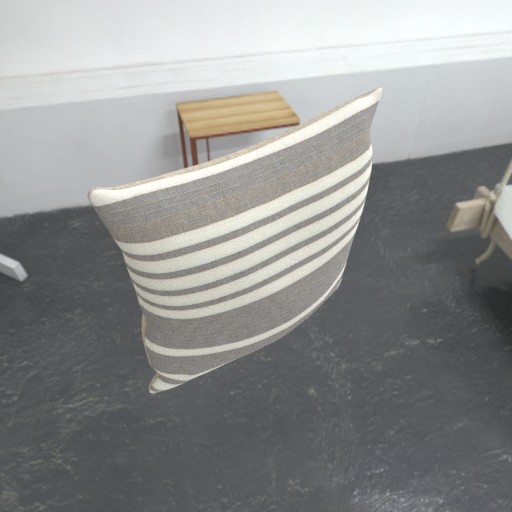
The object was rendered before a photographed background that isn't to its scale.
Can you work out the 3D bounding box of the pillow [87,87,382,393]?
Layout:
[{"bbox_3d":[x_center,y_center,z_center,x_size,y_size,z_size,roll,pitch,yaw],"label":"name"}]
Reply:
[{"bbox_3d":[0.000,0.000,0.692,0.439,0.440,0.182,-27,52,-23],"label":"pillow"}]
